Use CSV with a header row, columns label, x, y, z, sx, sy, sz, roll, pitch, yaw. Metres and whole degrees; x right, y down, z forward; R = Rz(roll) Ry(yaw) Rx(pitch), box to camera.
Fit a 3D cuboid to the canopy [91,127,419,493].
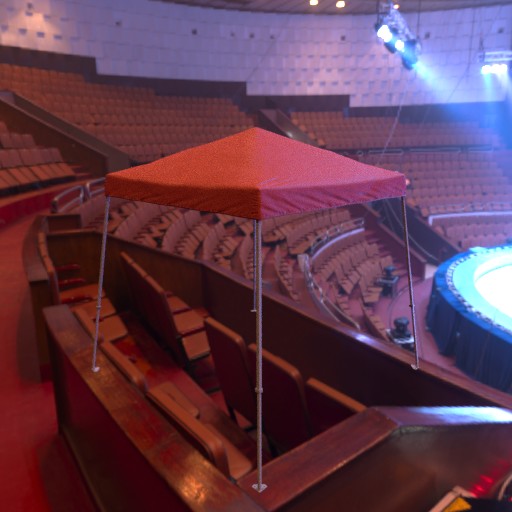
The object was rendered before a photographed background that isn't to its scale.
label,x,y,z,sx,sy,sz,roll,pitch,yaw
canopy,0.000,0.000,6.449,3.599,3.600,3.600,13,19,43
